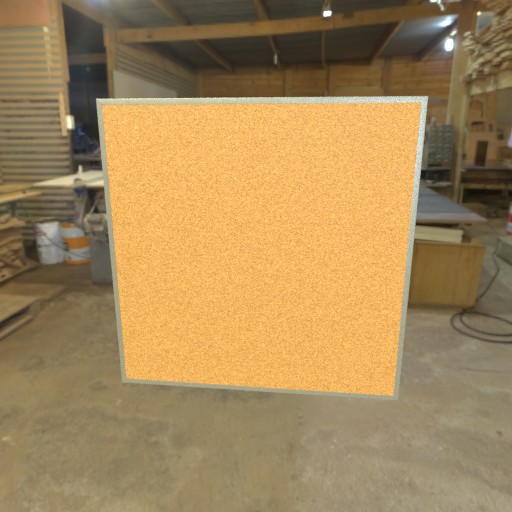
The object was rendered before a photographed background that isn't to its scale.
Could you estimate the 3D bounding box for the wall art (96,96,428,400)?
[{"bbox_3d":[0.000,0.000,1.200,0.809,0.807,0.038,2,16,6],"label":"wall art"}]
